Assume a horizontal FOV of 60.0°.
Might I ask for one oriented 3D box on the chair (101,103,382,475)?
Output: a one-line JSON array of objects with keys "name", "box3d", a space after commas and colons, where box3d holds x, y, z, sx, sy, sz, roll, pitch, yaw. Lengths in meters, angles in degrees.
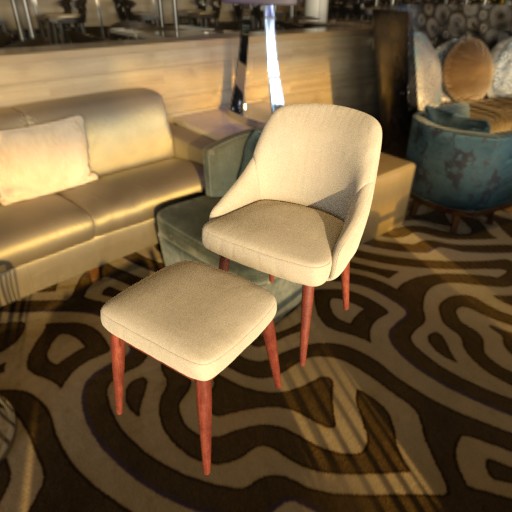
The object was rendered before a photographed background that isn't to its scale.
[{"name": "chair", "box3d": [0.000, 0.000, 1.604, 0.584, 0.866, 1.114, 19, 36, 29]}]
